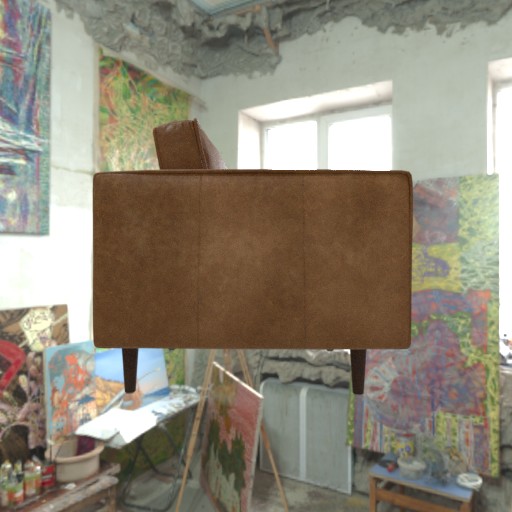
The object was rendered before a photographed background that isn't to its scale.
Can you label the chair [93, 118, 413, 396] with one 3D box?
[{"bbox_3d":[0.000,0.000,1.515,0.798,0.767,0.928,0,0,1],"label":"chair"}]
